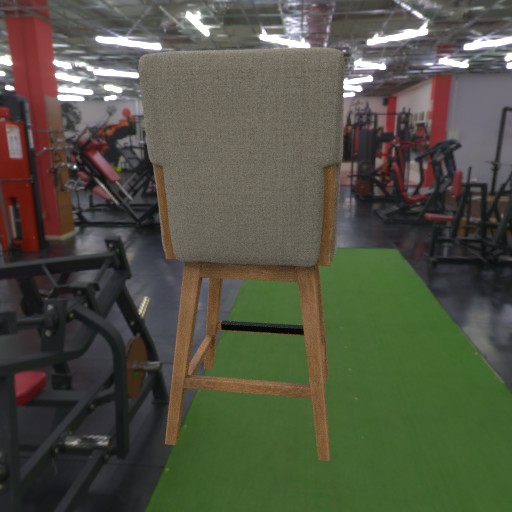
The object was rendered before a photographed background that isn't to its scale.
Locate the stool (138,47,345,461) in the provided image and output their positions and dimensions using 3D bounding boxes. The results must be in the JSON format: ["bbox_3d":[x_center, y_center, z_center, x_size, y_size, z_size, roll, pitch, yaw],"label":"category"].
[{"bbox_3d":[0.000,0.000,1.273,0.459,1.010,0.526,2,15,8],"label":"stool"}]
